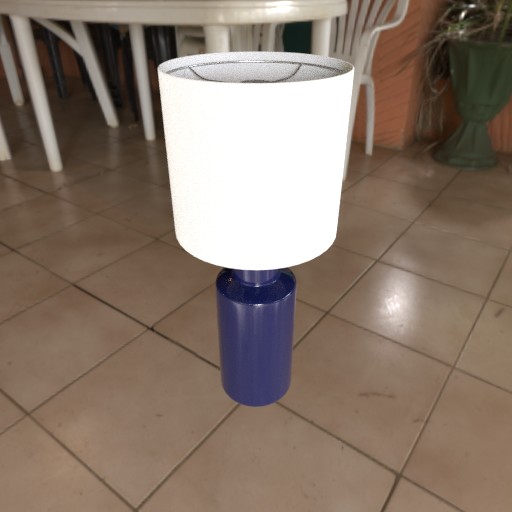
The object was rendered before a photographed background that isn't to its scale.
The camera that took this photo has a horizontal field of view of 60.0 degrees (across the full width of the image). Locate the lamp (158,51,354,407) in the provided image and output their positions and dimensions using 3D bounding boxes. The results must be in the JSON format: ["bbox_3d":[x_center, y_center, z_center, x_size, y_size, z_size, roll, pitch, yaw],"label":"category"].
[{"bbox_3d":[0.000,0.000,0.615,0.212,0.493,0.212,20,37,29],"label":"lamp"}]
